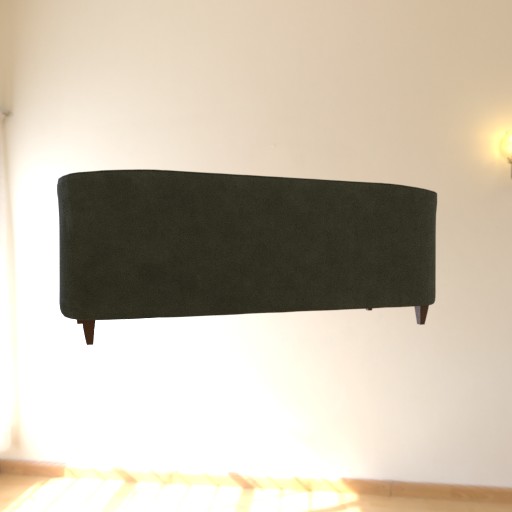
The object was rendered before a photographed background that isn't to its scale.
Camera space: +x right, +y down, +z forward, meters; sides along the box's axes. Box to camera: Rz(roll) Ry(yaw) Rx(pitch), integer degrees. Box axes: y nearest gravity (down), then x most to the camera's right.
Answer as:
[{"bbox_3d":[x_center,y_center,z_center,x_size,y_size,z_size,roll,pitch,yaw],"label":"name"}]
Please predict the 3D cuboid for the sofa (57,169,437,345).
[{"bbox_3d":[0.000,0.000,2.797,2.278,0.855,0.941,0,0,-19],"label":"sofa"}]
